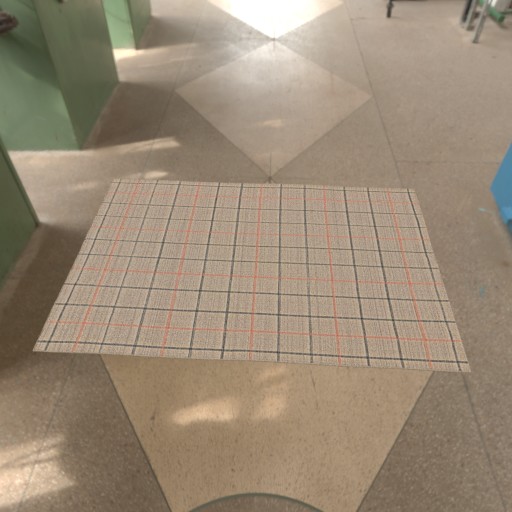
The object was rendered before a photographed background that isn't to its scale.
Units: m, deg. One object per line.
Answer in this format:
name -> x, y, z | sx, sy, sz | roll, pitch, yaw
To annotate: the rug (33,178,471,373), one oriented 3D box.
rug -> 0.000, 0.000, 2.265 | 1.829, 0.013, 1.220 | 2, 46, 2
